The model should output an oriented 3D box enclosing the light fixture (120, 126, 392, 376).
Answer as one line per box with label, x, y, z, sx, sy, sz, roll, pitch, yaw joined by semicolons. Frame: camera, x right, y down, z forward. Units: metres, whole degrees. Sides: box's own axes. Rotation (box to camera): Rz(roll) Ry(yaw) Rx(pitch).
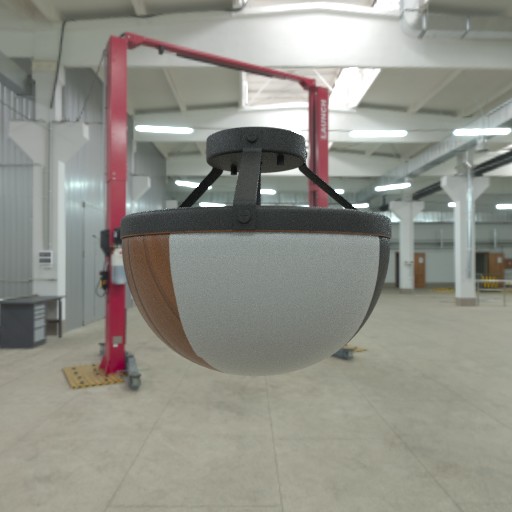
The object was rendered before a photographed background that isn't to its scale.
light fixture;0.000;0.000;0.519;0.304;0.269;0.304;0;-1;0
